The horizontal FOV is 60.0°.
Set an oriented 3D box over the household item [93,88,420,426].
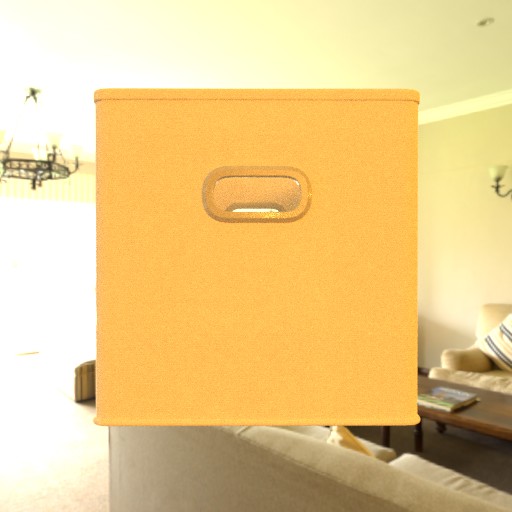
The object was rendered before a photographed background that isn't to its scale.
[{"bbox_3d":[0.000,0.000,0.550,0.305,0.305,0.305,0,0,0],"label":"household item"}]
